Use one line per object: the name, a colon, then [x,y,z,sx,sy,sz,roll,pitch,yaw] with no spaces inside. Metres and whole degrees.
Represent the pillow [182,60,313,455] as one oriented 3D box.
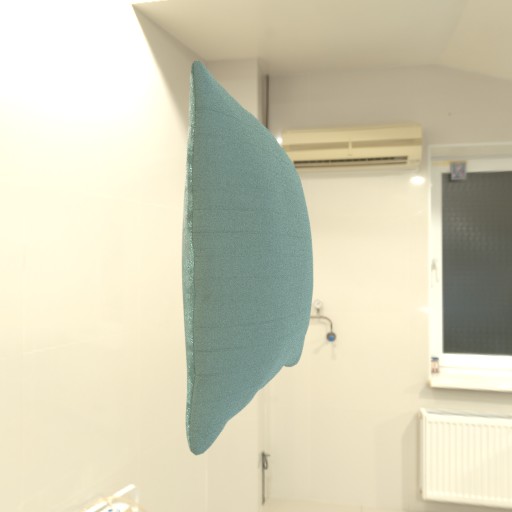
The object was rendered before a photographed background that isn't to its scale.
pillow: [0.000,0.000,0.733,0.175,0.464,0.470,0,0,17]
